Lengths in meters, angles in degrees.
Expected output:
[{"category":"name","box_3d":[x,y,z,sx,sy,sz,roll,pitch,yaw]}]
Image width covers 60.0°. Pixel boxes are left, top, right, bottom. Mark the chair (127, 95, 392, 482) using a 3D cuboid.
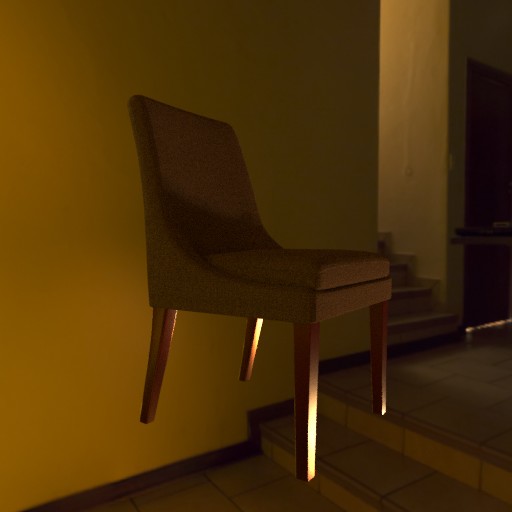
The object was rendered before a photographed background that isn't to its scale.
[{"category":"chair","box_3d":[0.000,0.000,1.317,0.655,0.952,0.508,2,3,36]}]
